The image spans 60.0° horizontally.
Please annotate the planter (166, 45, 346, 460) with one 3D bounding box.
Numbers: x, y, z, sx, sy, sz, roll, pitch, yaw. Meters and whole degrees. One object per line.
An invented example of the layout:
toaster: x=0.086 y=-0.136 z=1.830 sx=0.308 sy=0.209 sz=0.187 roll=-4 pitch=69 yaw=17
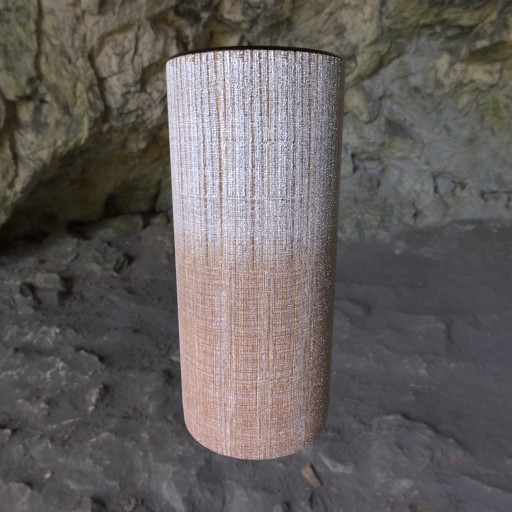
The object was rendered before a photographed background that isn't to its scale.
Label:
planter: x=0.000 y=0.000 z=0.280 sx=0.100 sy=0.227 sz=0.100 roll=2 pitch=16 yaw=8
